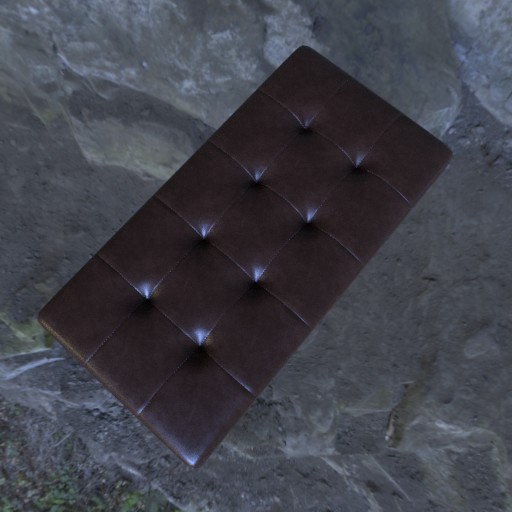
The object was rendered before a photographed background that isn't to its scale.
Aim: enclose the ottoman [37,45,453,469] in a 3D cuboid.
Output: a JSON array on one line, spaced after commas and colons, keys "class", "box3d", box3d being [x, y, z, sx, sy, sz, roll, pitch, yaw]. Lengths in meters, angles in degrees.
[{"class": "ottoman", "box3d": [0.000, 0.000, 1.102, 0.432, 0.470, 0.838, 40, 79, 9]}]
